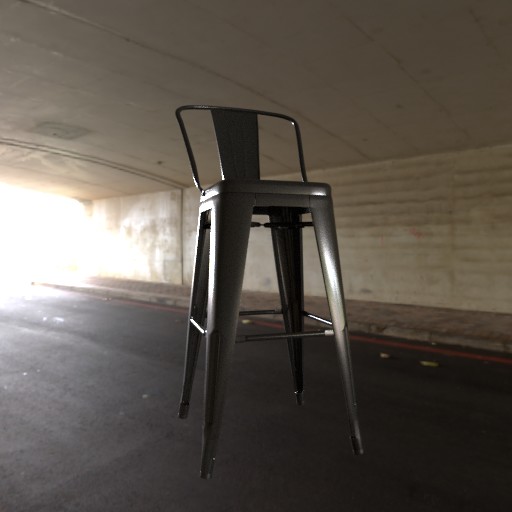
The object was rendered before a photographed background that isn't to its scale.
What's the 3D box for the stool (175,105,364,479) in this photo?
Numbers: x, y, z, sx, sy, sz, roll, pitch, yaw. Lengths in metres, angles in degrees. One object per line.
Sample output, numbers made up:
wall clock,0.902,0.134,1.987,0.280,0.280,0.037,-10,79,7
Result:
stool,0.000,0.000,1.317,0.432,1.022,0.528,-1,2,-17
